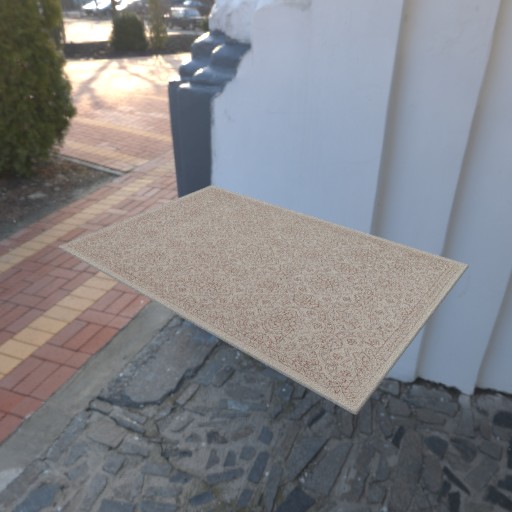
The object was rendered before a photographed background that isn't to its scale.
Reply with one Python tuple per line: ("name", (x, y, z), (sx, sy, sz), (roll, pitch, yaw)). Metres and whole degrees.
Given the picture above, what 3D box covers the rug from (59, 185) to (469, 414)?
("rug", (0.000, 0.000, 2.360), (1.829, 0.010, 1.219), (22, 36, 33))
